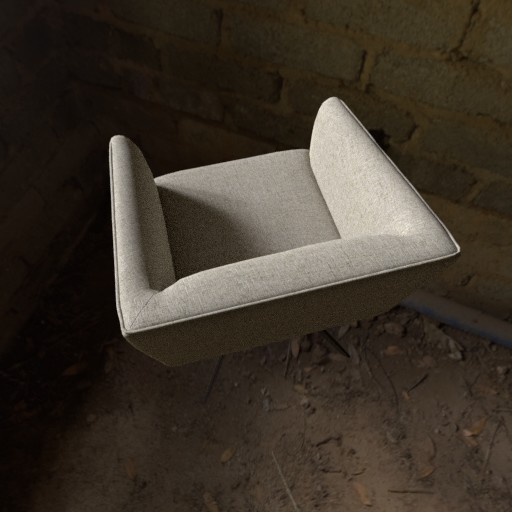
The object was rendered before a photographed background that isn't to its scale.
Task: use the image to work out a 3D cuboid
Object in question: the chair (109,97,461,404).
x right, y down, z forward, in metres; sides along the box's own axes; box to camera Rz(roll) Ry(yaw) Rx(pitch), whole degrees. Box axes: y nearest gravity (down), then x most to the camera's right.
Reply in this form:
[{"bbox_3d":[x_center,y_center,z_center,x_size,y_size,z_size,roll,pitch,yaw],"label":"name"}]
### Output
[{"bbox_3d":[0.000,0.000,1.223,0.628,0.760,0.623,-13,60,-8],"label":"chair"}]
